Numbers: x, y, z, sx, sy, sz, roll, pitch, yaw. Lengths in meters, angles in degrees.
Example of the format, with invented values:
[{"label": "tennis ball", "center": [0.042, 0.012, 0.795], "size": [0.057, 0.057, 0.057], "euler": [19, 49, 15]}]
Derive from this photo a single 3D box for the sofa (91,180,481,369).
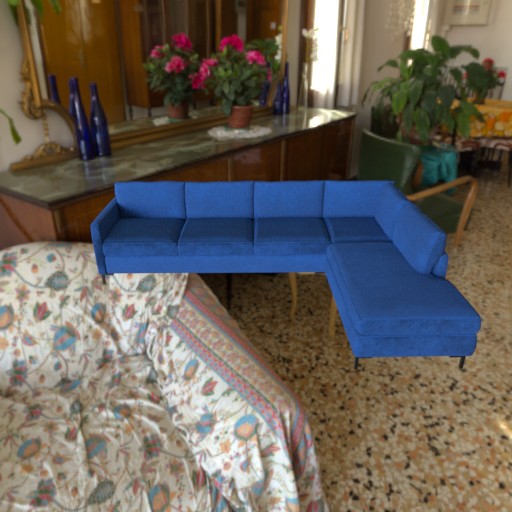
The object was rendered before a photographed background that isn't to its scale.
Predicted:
[{"label": "sofa", "center": [0.000, 0.000, 3.172], "size": [2.486, 0.687, 1.707], "euler": [0, 26, -1]}]
